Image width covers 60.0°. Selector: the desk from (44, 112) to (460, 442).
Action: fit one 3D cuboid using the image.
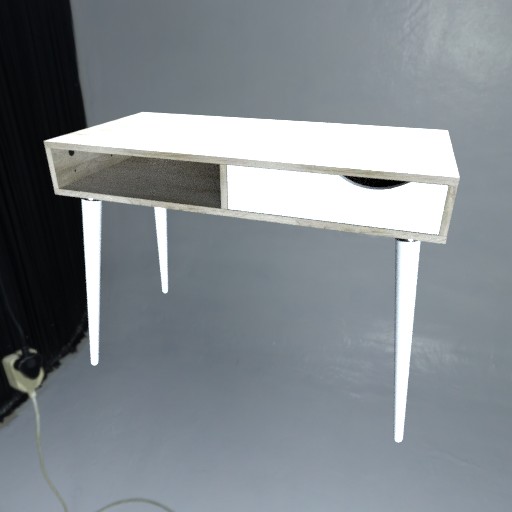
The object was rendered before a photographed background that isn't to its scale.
[{"bbox_3d":[0.000,0.000,1.349,0.979,0.723,0.491,9,28,16],"label":"desk"}]
